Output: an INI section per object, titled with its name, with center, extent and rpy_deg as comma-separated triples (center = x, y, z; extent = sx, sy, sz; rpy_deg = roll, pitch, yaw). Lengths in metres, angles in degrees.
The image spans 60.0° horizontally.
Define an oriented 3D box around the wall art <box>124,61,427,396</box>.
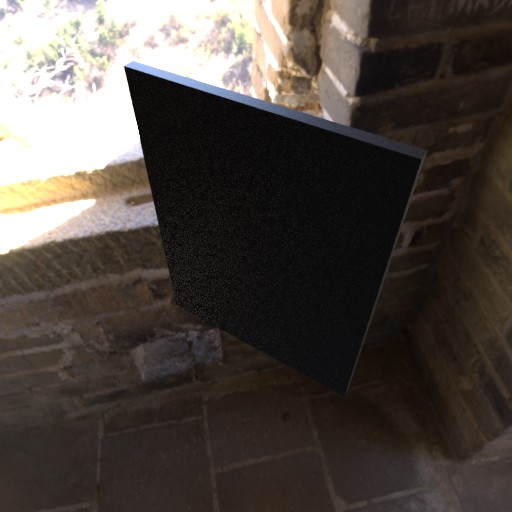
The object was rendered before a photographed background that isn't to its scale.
[wall art]
center = 0.000, 0.000, 1.434
extent = 0.806, 1.062, 0.038
rpy_deg = 25, 52, 21
